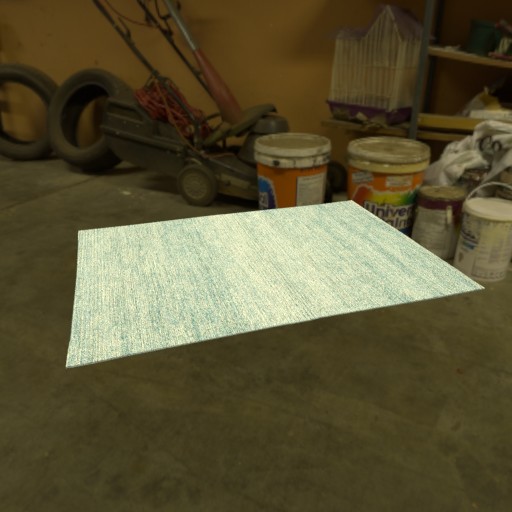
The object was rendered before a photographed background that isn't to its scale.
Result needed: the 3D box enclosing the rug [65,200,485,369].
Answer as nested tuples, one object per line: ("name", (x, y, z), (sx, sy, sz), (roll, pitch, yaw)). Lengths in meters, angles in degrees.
("rug", (0.000, 0.000, 2.958), (2.306, 0.030, 1.613), (-8, 27, -15))
